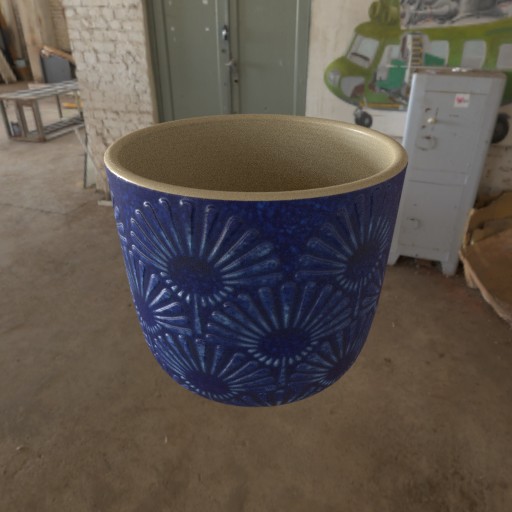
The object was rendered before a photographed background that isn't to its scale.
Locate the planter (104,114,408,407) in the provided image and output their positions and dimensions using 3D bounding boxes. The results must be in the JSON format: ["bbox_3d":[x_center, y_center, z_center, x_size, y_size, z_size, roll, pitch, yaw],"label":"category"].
[{"bbox_3d":[0.000,0.000,0.214,0.124,0.109,0.124,0,29,0],"label":"planter"}]
